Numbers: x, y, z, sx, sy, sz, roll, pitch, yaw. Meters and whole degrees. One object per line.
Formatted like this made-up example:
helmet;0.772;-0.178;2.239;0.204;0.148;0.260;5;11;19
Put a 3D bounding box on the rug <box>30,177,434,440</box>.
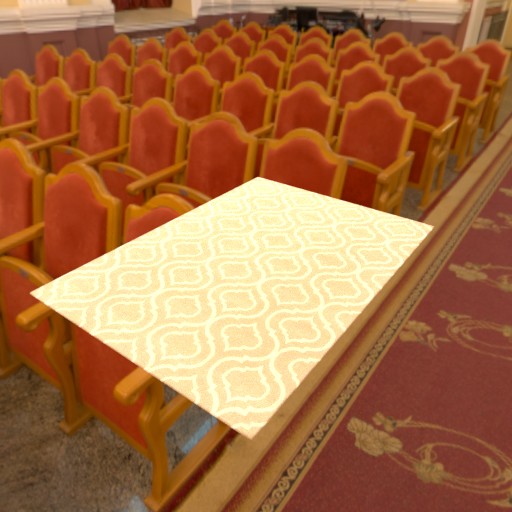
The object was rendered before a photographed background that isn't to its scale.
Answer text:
rug;0.000;0.000;4.385;2.438;0.010;3.353;22;38;31
